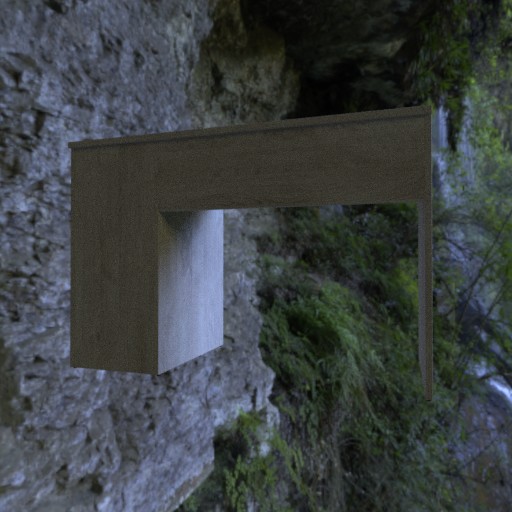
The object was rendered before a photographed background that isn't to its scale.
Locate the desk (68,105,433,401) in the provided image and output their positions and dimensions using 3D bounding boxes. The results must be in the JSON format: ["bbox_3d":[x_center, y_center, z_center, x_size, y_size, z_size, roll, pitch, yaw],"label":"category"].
[{"bbox_3d":[0.000,0.000,1.524,1.097,0.735,0.560,0,-1,18],"label":"desk"}]
